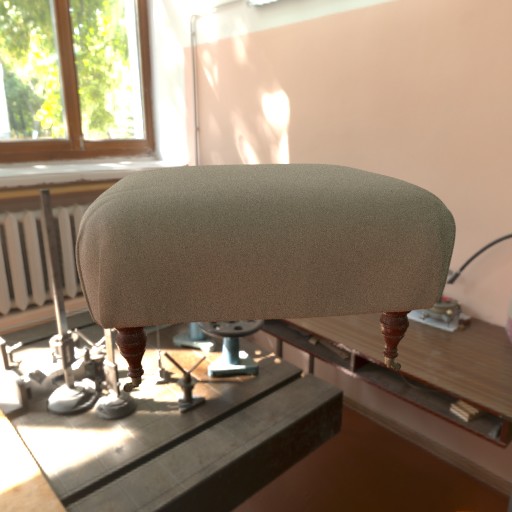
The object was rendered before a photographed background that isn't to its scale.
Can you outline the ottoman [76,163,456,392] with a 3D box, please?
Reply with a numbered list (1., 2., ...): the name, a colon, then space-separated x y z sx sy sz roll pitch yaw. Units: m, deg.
1. ottoman: 0.000 0.000 1.129 0.746 0.450 0.639 -2 16 -8
